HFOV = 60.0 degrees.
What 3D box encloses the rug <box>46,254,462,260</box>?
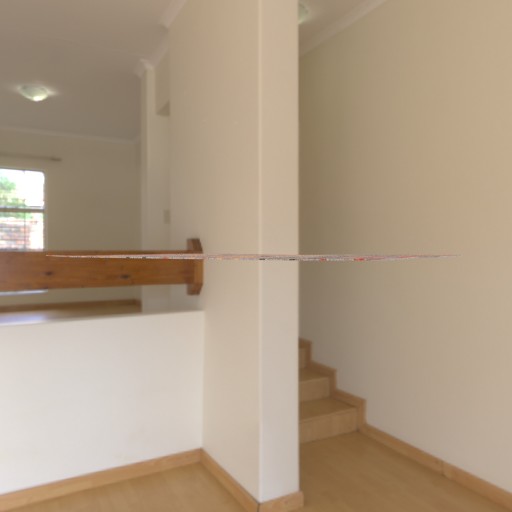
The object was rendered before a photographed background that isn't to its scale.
[{"bbox_3d":[0.000,0.000,4.010,3.029,0.022,2.263,1,1,36],"label":"rug"}]
